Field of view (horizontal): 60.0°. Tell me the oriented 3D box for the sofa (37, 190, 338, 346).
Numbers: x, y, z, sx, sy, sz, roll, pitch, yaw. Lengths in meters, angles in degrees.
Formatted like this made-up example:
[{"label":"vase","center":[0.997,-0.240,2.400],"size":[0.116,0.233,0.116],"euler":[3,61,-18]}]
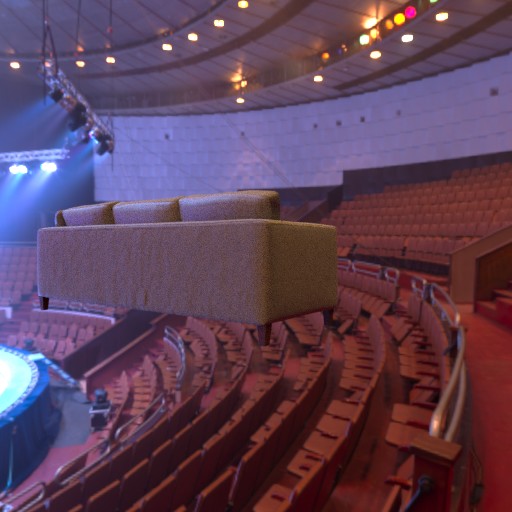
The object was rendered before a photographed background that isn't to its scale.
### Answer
[{"label":"sofa","center":[0.000,0.000,4.587],"size":[2.592,0.947,3.301],"euler":[1,2,36]}]
